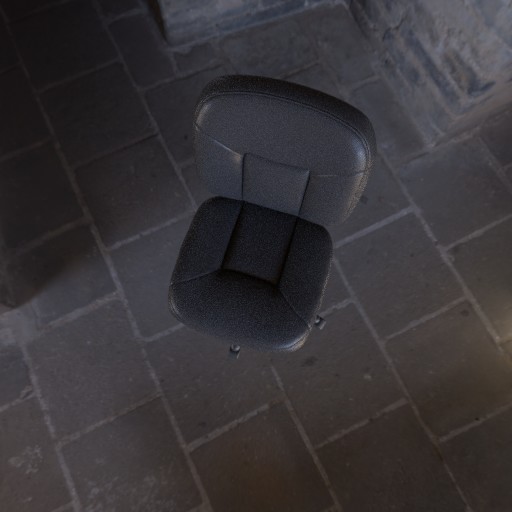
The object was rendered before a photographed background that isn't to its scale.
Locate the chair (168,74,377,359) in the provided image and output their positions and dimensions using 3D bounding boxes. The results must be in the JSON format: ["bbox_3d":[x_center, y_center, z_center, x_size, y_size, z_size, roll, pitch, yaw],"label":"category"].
[{"bbox_3d":[0.000,0.000,1.421,0.647,0.959,0.646,17,76,4],"label":"chair"}]
